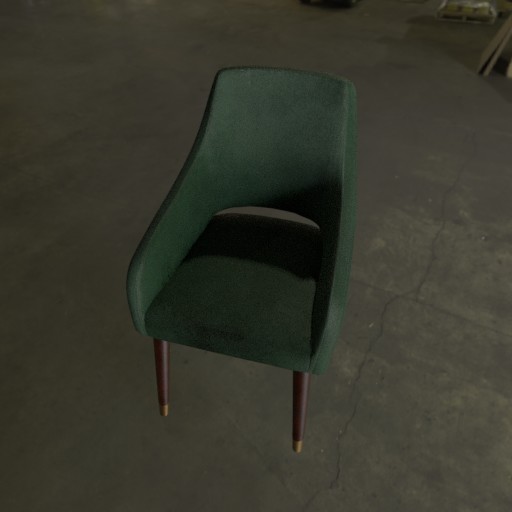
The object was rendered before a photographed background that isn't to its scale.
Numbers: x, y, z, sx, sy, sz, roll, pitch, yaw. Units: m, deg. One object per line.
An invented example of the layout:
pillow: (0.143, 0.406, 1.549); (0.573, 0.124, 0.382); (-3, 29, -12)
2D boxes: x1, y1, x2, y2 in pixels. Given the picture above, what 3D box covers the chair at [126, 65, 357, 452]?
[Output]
chair: (0.000, 0.000, 1.593); (0.683, 1.081, 0.794); (10, 41, 12)
